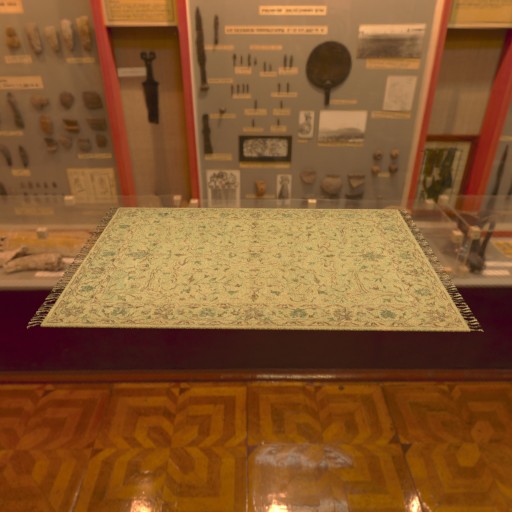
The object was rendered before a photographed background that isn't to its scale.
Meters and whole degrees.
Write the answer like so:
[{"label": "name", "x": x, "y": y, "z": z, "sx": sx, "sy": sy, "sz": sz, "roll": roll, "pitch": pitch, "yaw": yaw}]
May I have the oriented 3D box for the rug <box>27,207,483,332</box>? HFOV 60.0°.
[{"label": "rug", "x": 0.000, "y": 0.000, "z": 3.004, "sx": 2.435, "sy": 0.010, "sz": 1.544, "roll": 1, "pitch": 31, "yaw": 1}]
